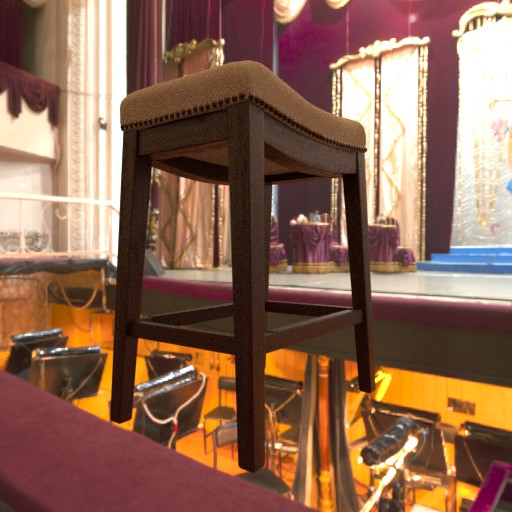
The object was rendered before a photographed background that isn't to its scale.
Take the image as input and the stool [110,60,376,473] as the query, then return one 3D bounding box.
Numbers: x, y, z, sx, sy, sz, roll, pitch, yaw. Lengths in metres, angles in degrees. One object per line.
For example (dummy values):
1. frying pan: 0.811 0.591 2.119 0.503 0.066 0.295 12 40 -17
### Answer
1. stool: 0.000 0.000 0.992 0.363 0.669 0.509 0 1 36
